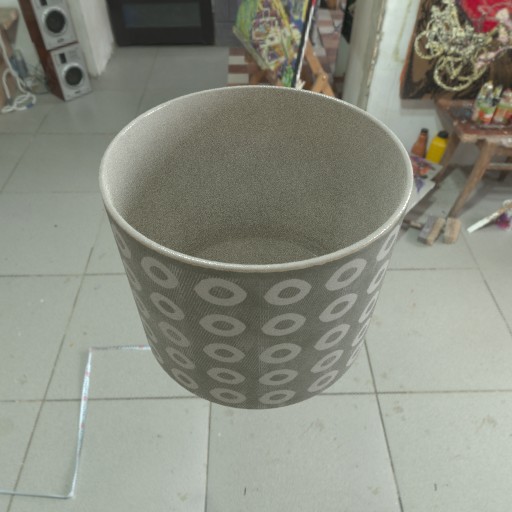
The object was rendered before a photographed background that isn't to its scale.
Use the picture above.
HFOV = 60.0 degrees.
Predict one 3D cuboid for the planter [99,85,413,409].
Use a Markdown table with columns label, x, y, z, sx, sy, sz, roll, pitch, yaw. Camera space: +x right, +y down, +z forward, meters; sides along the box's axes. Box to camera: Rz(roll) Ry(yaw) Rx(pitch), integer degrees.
| label | x | y | z | sx | sy | sz | roll | pitch | yaw |
| --- | --- | --- | --- | --- | --- | --- | --- | --- | --- |
| planter | 0.000 | 0.000 | 0.447 | 0.250 | 0.239 | 0.250 | 0 | 46 | 0 |
